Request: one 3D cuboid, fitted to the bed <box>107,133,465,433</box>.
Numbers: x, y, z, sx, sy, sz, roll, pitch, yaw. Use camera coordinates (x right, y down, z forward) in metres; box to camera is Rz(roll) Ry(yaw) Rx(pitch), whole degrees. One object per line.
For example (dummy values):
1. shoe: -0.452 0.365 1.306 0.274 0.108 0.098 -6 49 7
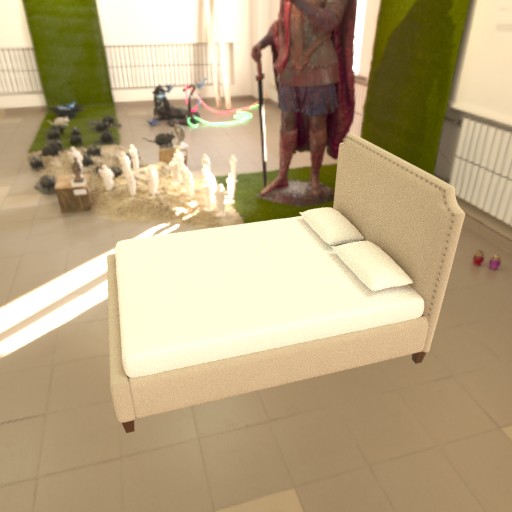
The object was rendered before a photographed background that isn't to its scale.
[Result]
1. bed: 0.000 0.000 3.553 2.372 1.443 1.713 -9 31 -15
